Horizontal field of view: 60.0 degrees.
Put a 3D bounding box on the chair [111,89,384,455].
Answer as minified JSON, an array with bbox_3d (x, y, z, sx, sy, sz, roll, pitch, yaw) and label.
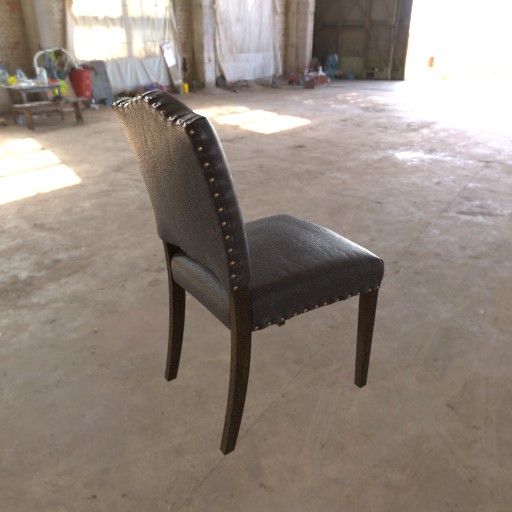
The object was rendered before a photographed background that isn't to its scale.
[{"bbox_3d":[0.000,0.000,1.364,0.633,0.991,0.500,-17,31,-31],"label":"chair"}]
